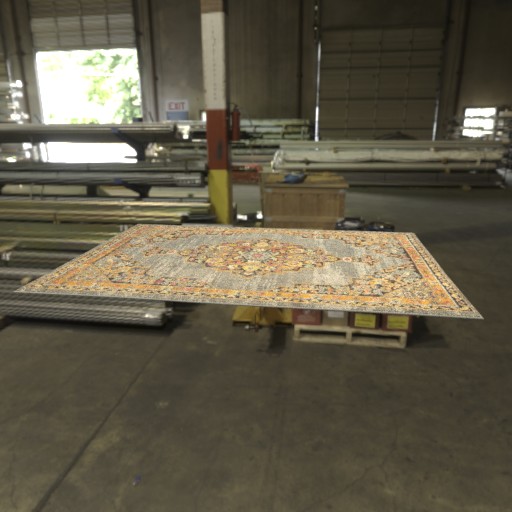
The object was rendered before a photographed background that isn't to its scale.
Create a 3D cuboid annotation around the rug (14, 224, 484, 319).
[{"bbox_3d":[0.000,0.000,3.859,3.063,0.024,2.158,2,17,8],"label":"rug"}]
